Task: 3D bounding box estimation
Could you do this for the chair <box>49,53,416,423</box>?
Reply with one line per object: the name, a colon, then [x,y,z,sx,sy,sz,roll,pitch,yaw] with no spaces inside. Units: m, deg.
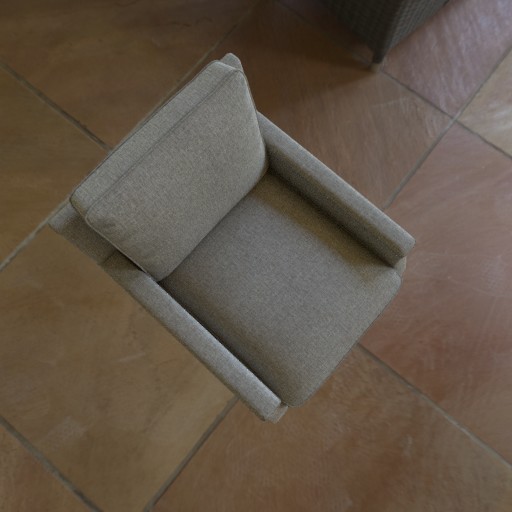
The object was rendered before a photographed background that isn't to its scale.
chair: [0.000,0.000,1.700,1.014,0.943,0.853,41,80,9]
